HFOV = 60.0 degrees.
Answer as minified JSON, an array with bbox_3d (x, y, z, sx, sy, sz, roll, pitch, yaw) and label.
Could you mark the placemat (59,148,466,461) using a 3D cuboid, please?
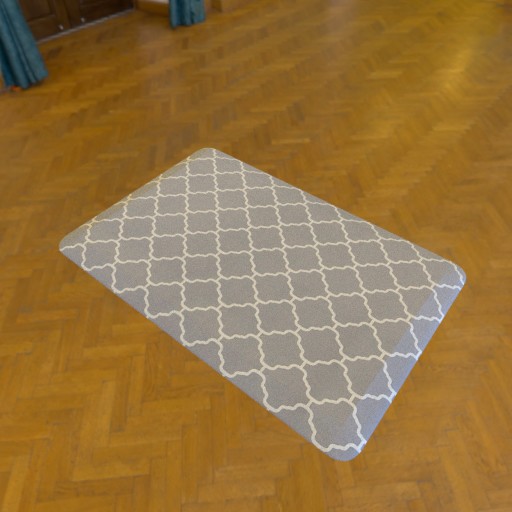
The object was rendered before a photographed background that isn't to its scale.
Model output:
[{"bbox_3d":[0.000,0.000,0.959,0.762,0.021,0.508,30,54,25],"label":"placemat"}]
